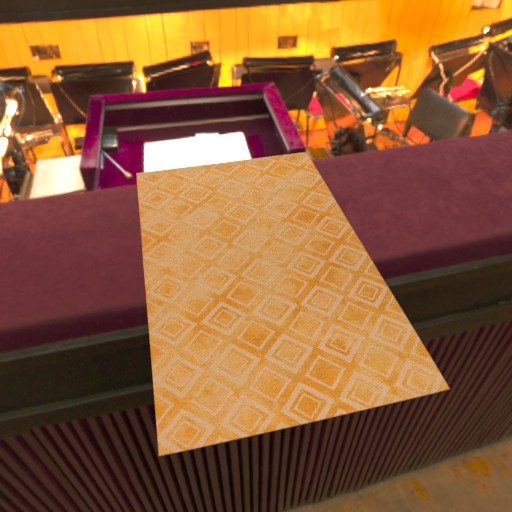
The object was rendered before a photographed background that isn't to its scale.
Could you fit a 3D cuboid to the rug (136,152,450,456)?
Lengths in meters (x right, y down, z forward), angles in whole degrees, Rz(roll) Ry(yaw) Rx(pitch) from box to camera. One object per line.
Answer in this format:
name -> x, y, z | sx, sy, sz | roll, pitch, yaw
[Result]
rug -> 0.000, 0.000, 3.036 | 1.511, 0.010, 2.424 | -9, 45, -10
